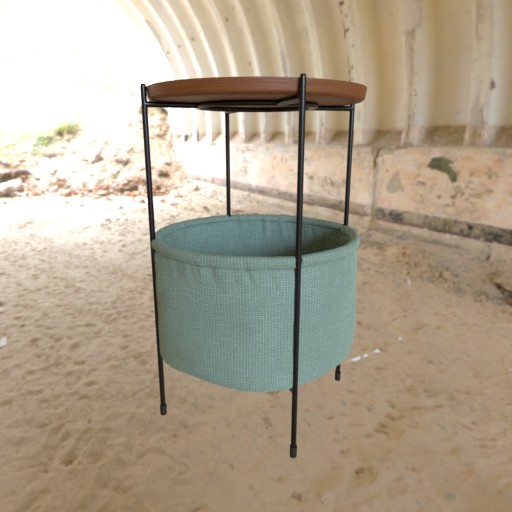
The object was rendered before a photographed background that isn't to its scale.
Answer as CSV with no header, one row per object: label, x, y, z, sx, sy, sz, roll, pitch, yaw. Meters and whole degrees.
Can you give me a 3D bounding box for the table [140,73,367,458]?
table,0.000,0.000,0.874,0.400,0.623,0.400,7,17,25
